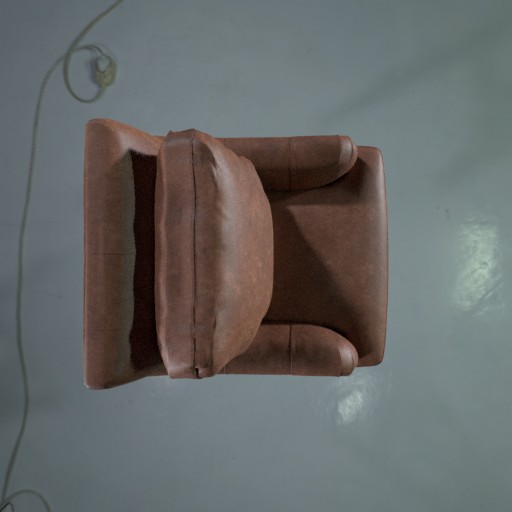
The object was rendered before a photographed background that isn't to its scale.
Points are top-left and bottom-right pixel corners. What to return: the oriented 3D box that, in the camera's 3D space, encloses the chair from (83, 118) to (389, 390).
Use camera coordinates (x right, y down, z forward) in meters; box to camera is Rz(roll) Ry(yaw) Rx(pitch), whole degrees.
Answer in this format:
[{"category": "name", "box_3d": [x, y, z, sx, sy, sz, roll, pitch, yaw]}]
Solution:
[{"category": "chair", "box_3d": [0.000, 0.000, 1.916, 1.158, 1.055, 0.986, 0, 89, -1]}]
